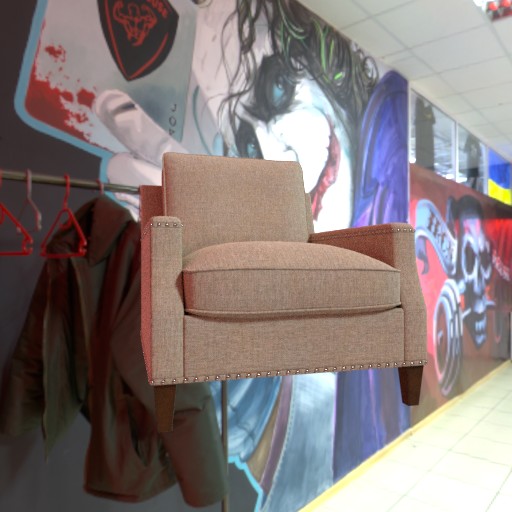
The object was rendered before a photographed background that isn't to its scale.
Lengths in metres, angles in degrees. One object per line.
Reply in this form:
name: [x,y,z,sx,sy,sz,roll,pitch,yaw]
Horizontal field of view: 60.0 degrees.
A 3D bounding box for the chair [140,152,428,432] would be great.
chair: [0.000,0.000,1.723,0.853,0.943,1.014,0,-1,-16]
